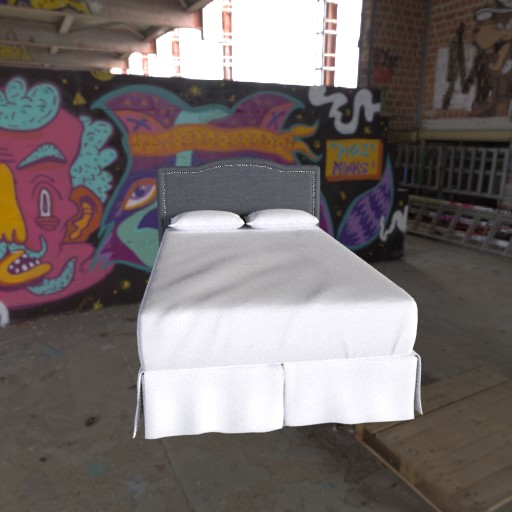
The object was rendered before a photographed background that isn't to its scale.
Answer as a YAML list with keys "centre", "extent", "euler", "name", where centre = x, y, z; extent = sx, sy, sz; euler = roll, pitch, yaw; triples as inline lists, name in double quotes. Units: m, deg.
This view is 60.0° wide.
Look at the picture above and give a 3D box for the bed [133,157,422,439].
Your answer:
- centre: [0.000, 0.000, 3.561]
  extent: [1.747, 1.441, 2.507]
  euler: [-2, 15, -7]
  name: "bed"
